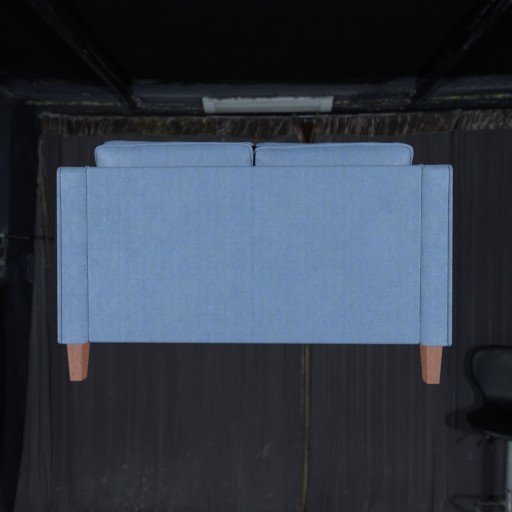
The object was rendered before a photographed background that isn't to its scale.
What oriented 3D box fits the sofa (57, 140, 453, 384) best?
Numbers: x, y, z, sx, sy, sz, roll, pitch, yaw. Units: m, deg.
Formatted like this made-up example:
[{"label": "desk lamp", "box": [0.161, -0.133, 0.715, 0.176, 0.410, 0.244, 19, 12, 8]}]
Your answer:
[{"label": "sofa", "box": [0.000, 0.000, 2.159, 1.501, 0.971, 0.987, 0, 0, 2]}]
